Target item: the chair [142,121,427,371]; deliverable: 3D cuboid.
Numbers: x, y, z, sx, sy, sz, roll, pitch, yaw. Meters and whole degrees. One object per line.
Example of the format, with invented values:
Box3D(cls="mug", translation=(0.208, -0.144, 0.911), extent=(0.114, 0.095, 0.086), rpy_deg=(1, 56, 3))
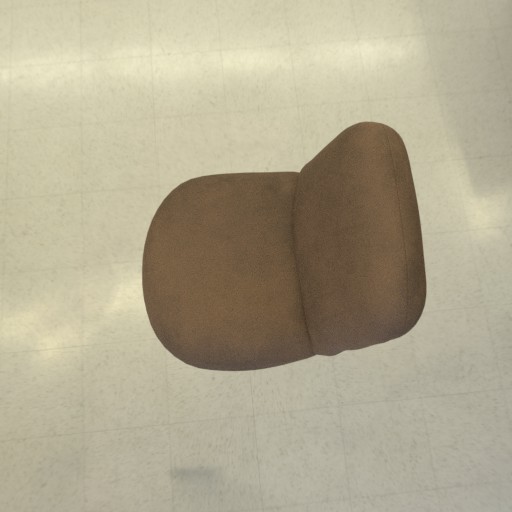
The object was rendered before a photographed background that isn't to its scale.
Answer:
Box3D(cls="chair", translation=(0.000, 0.000, 1.032), extent=(0.597, 0.594, 0.521), rpy_deg=(-3, 77, -1))
